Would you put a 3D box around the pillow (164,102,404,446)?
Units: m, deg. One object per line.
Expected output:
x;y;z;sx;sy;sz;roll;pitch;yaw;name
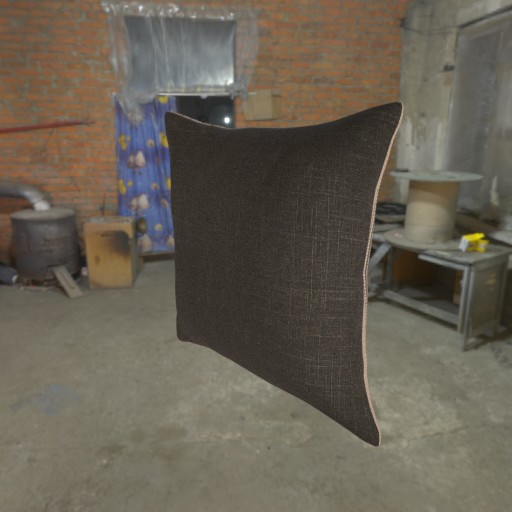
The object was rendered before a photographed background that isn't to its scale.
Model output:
0.000;0.000;0.691;0.138;0.444;0.468;-14;21;-42;pillow
